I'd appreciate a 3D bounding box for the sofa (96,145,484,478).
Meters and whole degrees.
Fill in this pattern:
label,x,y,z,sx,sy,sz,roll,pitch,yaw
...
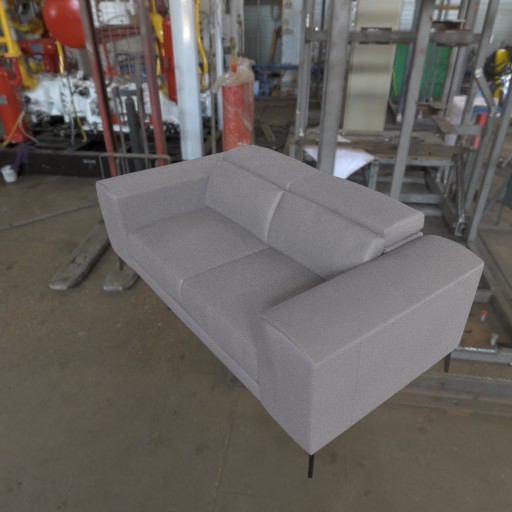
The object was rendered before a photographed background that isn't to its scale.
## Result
label,x,y,z,sx,sy,sz,roll,pitch,yaw
sofa,0.000,0.000,2.342,1.003,0.779,1.895,-21,37,-31
